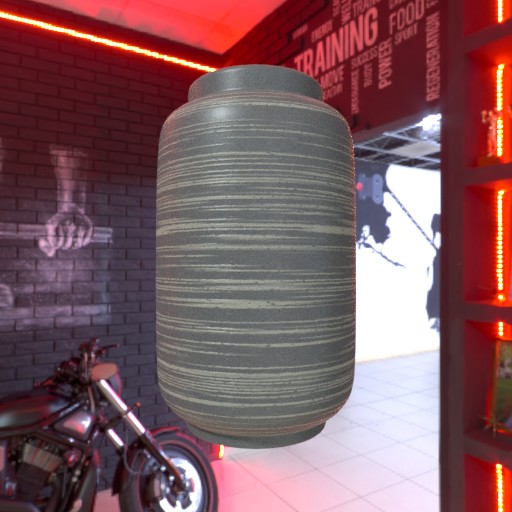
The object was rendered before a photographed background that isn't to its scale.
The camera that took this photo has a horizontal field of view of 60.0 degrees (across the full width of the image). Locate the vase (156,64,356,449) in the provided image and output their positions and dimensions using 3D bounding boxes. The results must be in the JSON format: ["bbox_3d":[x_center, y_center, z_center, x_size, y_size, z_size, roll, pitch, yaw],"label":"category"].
[{"bbox_3d":[0.000,0.000,0.673,0.297,0.499,0.297,0,-1,0],"label":"vase"}]
